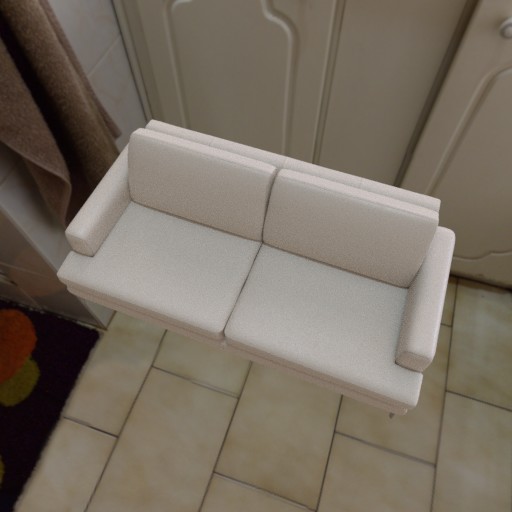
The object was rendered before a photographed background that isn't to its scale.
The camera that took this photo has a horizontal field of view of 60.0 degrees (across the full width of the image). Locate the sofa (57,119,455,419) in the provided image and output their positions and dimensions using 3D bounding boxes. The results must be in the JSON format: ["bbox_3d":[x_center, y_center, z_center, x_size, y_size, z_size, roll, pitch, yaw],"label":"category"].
[{"bbox_3d":[0.000,0.000,2.398,1.940,0.765,0.974,18,61,10],"label":"sofa"}]
